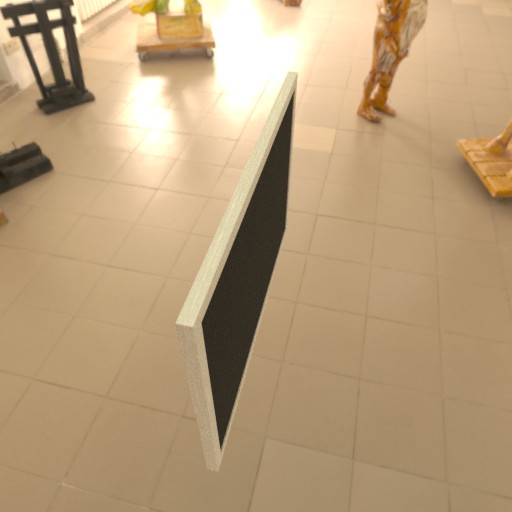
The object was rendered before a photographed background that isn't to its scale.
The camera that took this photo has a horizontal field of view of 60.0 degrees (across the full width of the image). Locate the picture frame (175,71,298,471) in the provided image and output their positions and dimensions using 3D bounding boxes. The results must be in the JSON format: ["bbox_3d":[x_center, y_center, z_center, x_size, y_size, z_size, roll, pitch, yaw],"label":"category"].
[{"bbox_3d":[0.000,0.000,1.238,0.029,0.640,0.950,10,47,9],"label":"picture frame"}]
